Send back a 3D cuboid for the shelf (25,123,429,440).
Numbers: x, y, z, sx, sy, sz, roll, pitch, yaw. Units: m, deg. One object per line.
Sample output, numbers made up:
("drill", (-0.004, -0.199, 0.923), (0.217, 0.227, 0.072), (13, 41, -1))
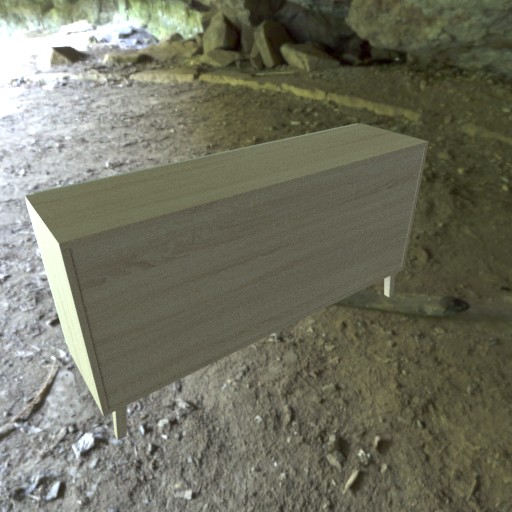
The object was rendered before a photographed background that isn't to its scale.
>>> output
("shelf", (0.000, 0.000, 1.805), (1.490, 0.780, 0.400), (-20, 36, -30))
